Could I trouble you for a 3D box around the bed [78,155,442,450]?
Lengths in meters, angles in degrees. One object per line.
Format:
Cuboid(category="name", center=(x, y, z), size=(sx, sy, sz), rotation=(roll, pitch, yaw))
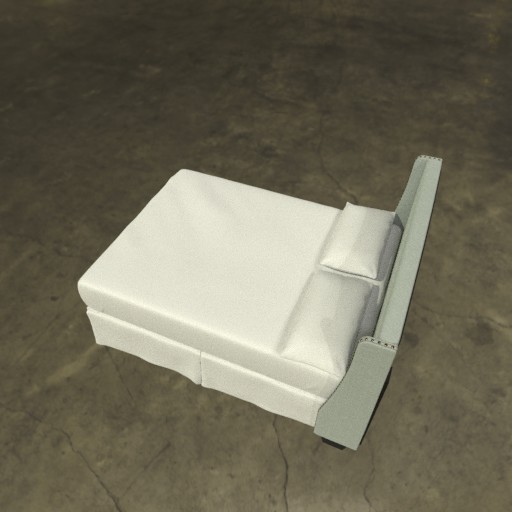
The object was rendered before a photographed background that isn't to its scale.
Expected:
Cuboid(category="bed", center=(0.000, 0.000, 3.355), size=(2.237, 1.407, 1.710), rotation=(17, 49, 16))
